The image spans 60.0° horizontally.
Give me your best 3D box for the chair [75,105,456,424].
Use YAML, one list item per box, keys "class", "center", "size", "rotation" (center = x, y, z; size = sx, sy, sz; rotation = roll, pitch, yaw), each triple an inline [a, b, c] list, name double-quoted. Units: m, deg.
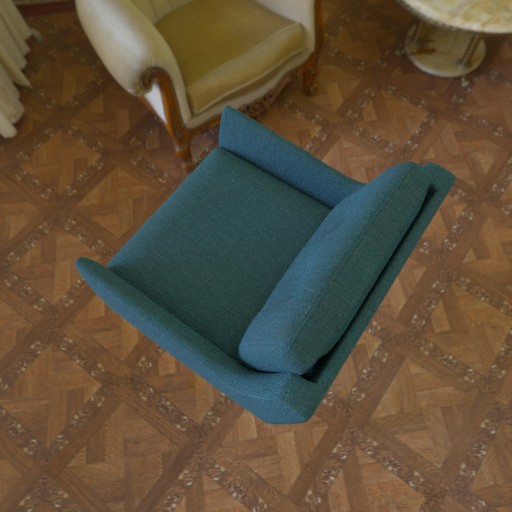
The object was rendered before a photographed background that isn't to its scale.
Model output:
- class: "chair"
  center: [0.000, 0.000, 1.536]
  size: [0.849, 0.828, 0.847]
  rotation: [32, 68, 14]
